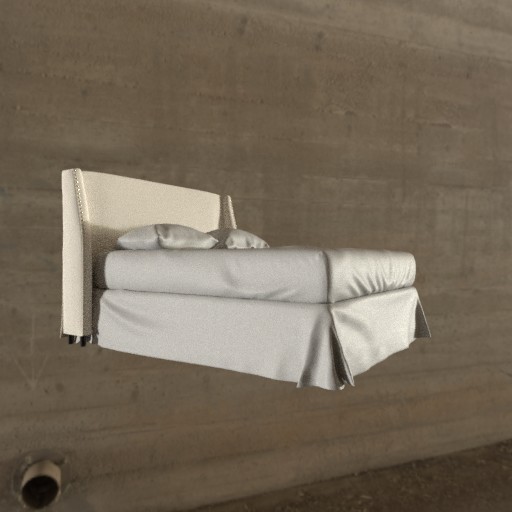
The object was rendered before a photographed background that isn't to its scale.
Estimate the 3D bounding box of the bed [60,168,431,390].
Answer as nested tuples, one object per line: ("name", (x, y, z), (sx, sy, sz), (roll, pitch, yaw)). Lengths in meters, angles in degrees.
("bed", (0.000, 0.000, 3.472), (2.276, 1.332, 1.925), (0, 0, 35))
